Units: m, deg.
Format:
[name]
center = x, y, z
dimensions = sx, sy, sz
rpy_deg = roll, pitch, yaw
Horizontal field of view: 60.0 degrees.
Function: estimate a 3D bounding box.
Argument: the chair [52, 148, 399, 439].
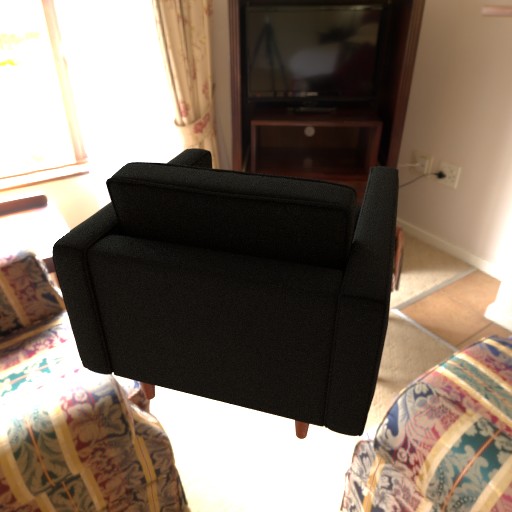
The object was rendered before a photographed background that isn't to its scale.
[chair]
center = 0.000, 0.000, 1.543
dimensions = 0.899, 0.770, 0.920
rpy_deg = 9, 32, 14
